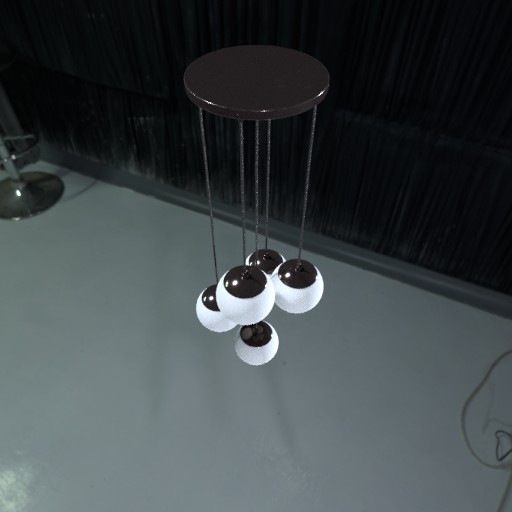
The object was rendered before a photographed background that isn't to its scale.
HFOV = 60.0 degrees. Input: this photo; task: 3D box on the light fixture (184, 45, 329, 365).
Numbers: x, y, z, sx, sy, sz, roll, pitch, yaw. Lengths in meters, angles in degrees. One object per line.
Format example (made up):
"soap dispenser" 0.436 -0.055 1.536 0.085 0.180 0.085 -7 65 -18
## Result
"light fixture" 0.000 0.000 1.520 0.484 1.271 0.489 18 49 16
